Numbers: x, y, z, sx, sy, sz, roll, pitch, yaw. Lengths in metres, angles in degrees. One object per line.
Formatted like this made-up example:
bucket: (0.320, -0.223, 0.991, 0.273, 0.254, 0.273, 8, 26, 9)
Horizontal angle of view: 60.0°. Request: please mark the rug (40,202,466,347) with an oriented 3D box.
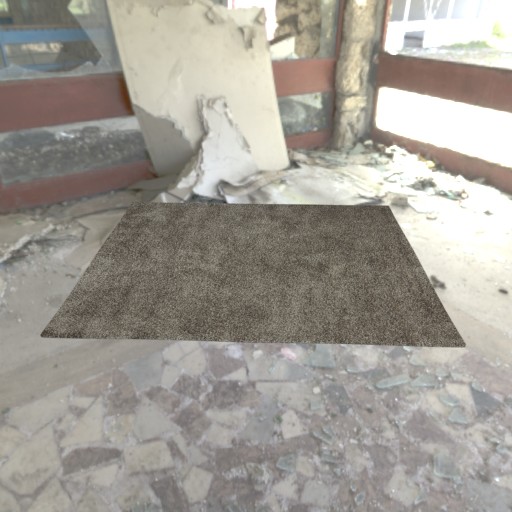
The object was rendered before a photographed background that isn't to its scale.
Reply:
rug: (0.000, 0.000, 4.151, 3.000, 0.025, 2.401, 1, 30, 2)
